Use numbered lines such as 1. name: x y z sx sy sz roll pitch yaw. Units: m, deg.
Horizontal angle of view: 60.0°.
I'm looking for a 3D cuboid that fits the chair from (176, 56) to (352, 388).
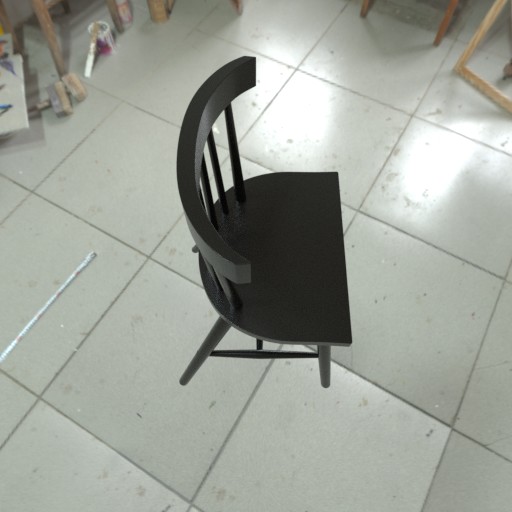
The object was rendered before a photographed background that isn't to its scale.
1. chair: 0.000 0.000 1.150 0.483 0.844 0.506 1 63 0
